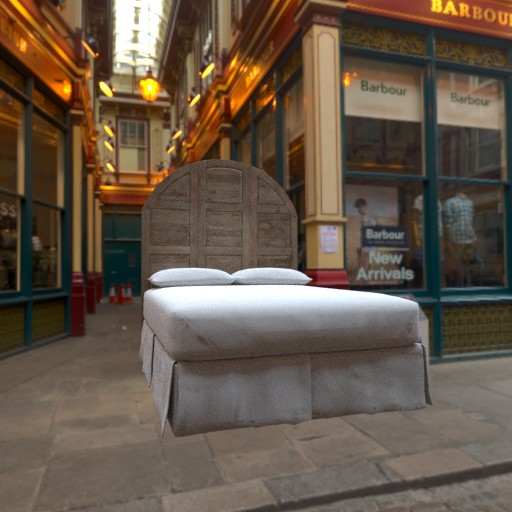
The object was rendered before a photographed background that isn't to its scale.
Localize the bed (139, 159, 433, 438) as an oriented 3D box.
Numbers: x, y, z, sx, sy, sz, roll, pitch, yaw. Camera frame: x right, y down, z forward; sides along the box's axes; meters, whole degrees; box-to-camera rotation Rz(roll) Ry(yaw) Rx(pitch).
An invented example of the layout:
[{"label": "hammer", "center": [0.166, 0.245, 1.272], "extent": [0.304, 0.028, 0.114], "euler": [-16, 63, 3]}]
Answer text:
[{"label": "bed", "center": [0.000, 0.000, 3.545], "extent": [1.713, 2.002, 2.112], "euler": [0, -1, -19]}]
